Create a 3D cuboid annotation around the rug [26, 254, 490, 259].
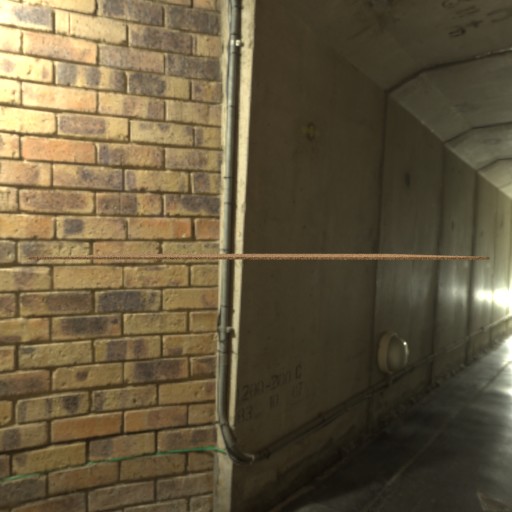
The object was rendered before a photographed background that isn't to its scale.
[{"bbox_3d":[0.000,0.000,2.792,2.141,0.013,1.566,0,1,0],"label":"rug"}]
